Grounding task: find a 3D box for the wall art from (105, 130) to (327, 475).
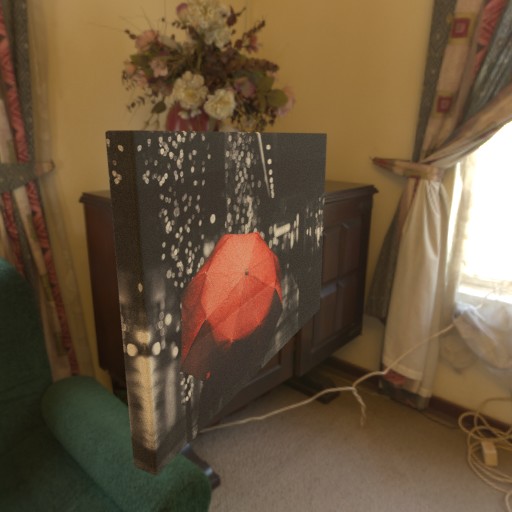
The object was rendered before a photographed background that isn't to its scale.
[{"bbox_3d":[0.000,0.000,0.757,0.037,0.406,0.609,8,17,26],"label":"wall art"}]
